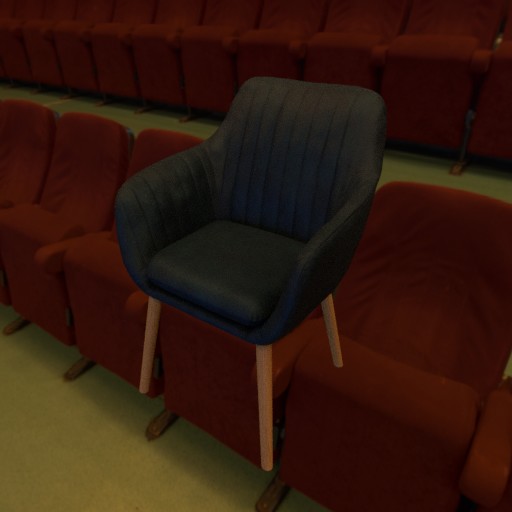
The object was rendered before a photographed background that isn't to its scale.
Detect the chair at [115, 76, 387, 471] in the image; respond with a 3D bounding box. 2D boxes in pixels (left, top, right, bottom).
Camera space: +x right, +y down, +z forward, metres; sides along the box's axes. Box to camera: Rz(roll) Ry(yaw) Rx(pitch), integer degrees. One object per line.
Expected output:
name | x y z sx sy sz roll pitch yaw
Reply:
chair | 0.000 0.000 1.210 0.578 0.826 0.573 19 36 29
